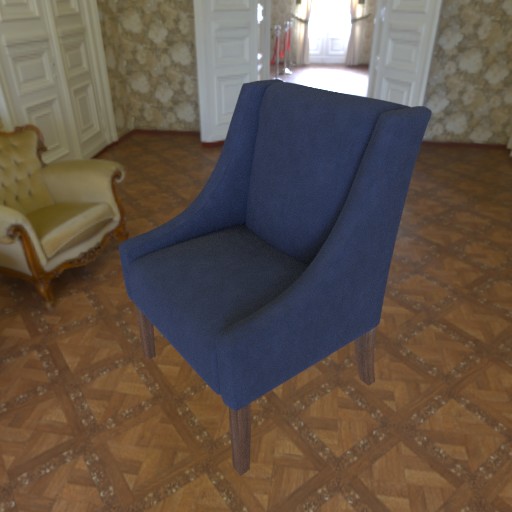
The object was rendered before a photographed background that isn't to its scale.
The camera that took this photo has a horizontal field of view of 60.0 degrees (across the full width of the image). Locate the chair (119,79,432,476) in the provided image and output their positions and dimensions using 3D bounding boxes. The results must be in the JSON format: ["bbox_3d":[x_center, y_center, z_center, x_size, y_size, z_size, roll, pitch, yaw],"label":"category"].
[{"bbox_3d":[0.000,0.000,1.330,0.629,0.895,0.629,-21,36,-32],"label":"chair"}]
